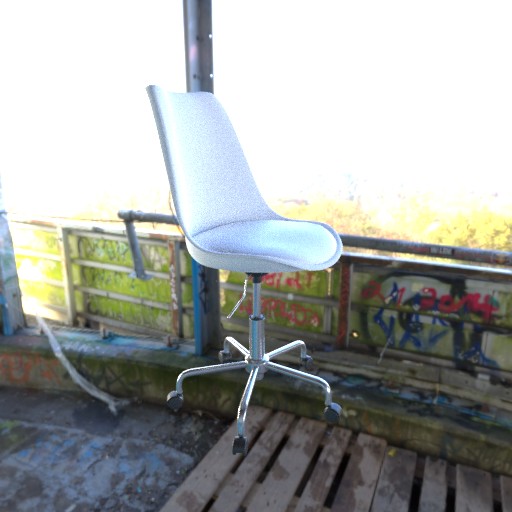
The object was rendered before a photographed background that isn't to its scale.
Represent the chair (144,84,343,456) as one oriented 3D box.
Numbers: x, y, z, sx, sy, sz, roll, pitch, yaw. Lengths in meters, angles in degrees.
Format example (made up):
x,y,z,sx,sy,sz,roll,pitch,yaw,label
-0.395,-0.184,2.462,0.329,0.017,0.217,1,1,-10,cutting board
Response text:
x,y,z,sx,sy,sz,roll,pitch,yaw,label
0.000,0.000,1.282,0.550,0.930,0.550,8,17,26,chair
